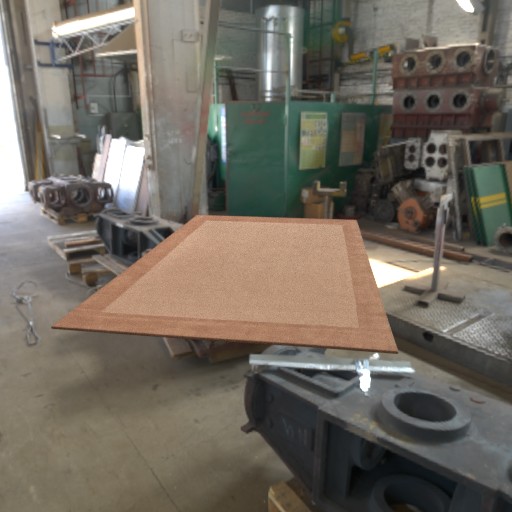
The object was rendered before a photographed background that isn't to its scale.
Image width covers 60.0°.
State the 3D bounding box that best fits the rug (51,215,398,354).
[{"bbox_3d":[0.000,0.000,3.050,1.524,0.014,2.438,3,18,8],"label":"rug"}]
